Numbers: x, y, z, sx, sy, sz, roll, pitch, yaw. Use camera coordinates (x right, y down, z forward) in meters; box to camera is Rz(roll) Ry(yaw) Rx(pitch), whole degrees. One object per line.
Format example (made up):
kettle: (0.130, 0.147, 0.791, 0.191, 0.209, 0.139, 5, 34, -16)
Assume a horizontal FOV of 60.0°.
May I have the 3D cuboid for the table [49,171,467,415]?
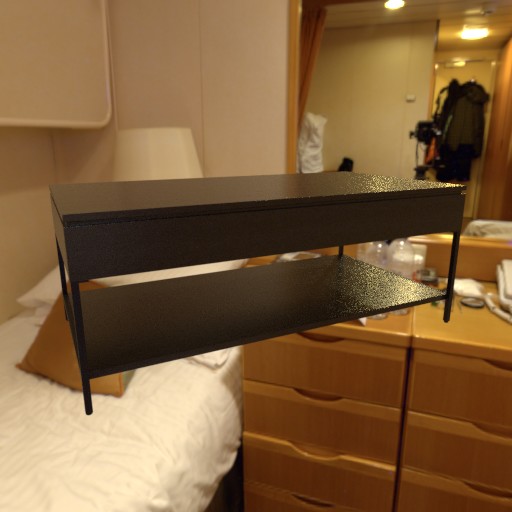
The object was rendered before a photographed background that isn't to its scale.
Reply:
table: (0.000, 0.000, 1.367, 1.095, 0.435, 0.574, -8, 17, -26)
